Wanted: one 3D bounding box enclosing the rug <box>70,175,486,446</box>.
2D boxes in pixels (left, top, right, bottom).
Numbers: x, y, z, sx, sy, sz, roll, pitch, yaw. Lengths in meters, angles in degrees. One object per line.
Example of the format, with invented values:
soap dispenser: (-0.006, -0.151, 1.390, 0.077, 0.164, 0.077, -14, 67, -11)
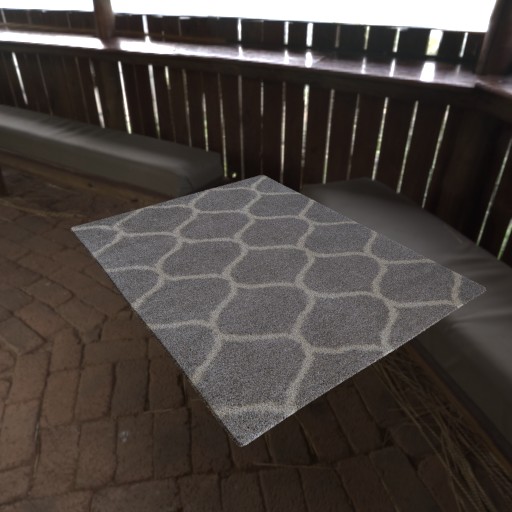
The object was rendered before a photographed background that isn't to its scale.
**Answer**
rug: (0.000, 0.000, 3.965, 2.399, 0.026, 3.000, -21, 38, -30)
